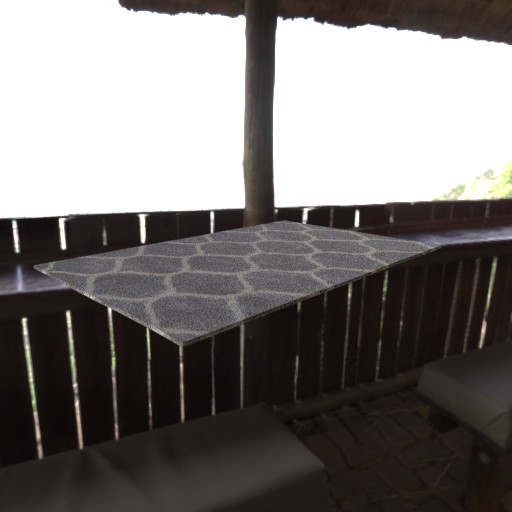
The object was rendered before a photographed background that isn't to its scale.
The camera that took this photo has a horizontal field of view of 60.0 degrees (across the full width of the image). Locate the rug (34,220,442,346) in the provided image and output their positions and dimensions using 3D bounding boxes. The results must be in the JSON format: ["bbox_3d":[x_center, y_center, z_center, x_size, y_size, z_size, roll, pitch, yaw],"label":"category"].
[{"bbox_3d":[0.000,0.000,3.463,1.801,0.026,2.701,14,20,43],"label":"rug"}]
